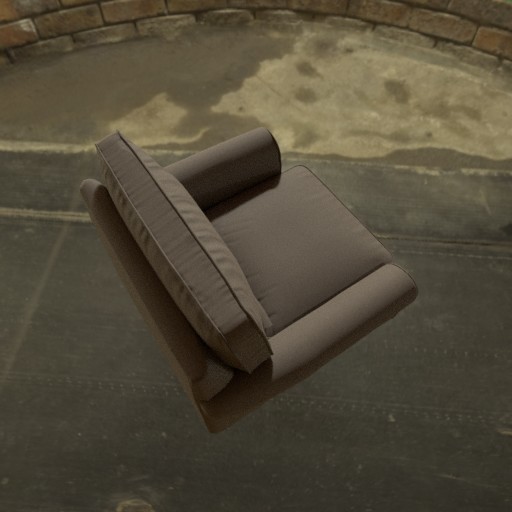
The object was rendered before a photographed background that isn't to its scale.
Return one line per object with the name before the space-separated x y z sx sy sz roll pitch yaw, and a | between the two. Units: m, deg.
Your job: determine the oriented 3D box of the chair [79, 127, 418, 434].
chair | 0.000 0.000 1.745 0.966 0.967 1.029 -29 62 -17
